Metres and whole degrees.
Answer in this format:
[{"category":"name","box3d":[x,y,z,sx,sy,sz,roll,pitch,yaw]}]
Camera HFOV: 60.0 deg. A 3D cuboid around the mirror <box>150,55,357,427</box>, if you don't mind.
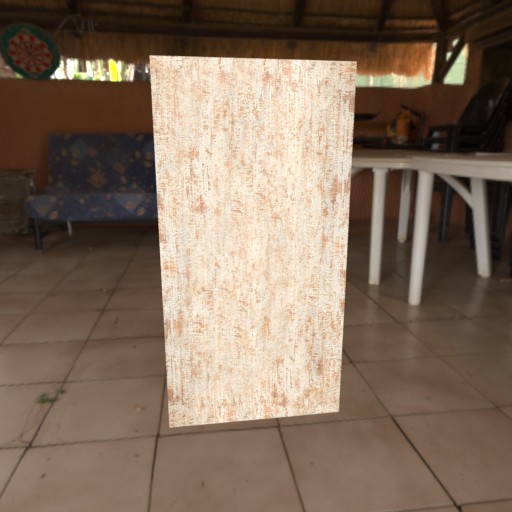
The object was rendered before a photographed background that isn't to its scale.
[{"category":"mirror","box3d":[0.000,0.000,1.122,0.472,0.922,0.027,-2,14,-9]}]
